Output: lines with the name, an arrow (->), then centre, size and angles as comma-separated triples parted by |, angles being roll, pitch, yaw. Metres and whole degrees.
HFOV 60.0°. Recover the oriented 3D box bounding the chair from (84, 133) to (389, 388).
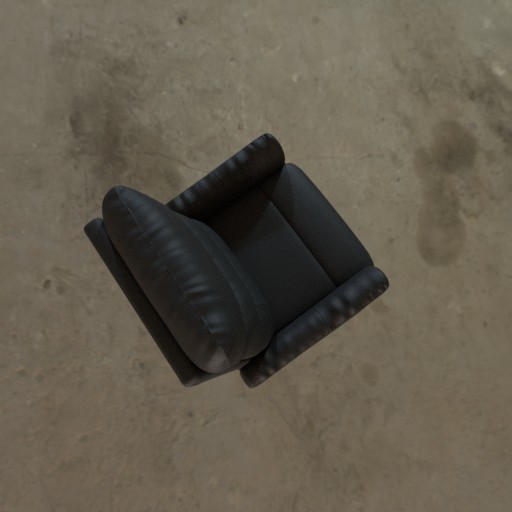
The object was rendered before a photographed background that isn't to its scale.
chair -> 0.000, 0.000, 1.646 | 0.831, 1.082, 0.775 | -34, 78, -8
